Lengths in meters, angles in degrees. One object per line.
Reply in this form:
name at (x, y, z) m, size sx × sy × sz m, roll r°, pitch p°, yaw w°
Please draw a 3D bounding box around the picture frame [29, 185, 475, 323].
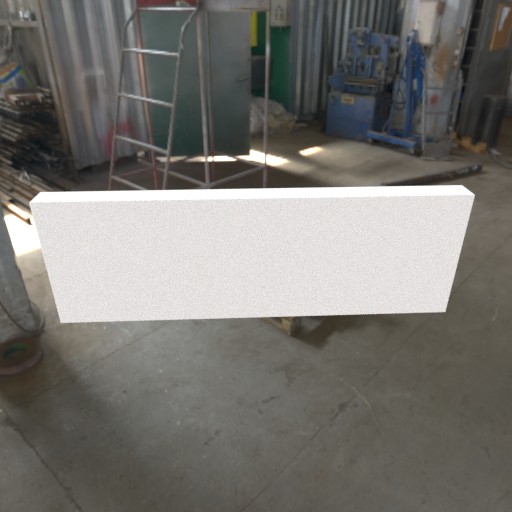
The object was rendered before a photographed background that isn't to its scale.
picture frame at (0.000, 0.000, 0.836) m, size 0.759 × 0.250 × 0.050 m, roll -1°, pitch 29°, yaw -2°
